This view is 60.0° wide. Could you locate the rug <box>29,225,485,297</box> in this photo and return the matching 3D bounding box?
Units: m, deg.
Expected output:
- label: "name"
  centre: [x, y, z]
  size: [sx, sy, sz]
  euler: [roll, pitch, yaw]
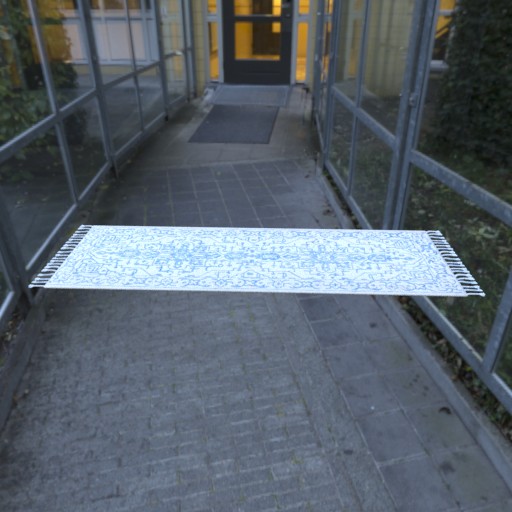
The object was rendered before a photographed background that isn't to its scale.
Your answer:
- label: "rug"
  centre: [0.000, 0.000, 2.692]
  size: [2.449, 0.011, 0.774]
  euler: [1, 30, 2]
